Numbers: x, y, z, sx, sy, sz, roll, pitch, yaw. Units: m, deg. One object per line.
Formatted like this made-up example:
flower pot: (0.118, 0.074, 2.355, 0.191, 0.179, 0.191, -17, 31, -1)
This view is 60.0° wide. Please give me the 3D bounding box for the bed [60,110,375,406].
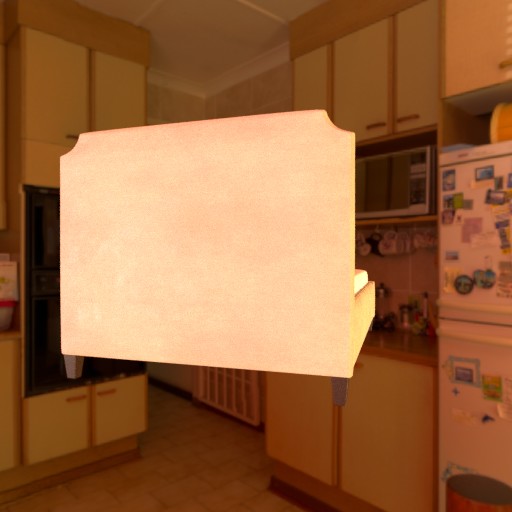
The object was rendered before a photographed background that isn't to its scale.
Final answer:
bed: (0.000, 0.000, 3.454, 1.712, 1.443, 2.372, 0, 0, 18)
